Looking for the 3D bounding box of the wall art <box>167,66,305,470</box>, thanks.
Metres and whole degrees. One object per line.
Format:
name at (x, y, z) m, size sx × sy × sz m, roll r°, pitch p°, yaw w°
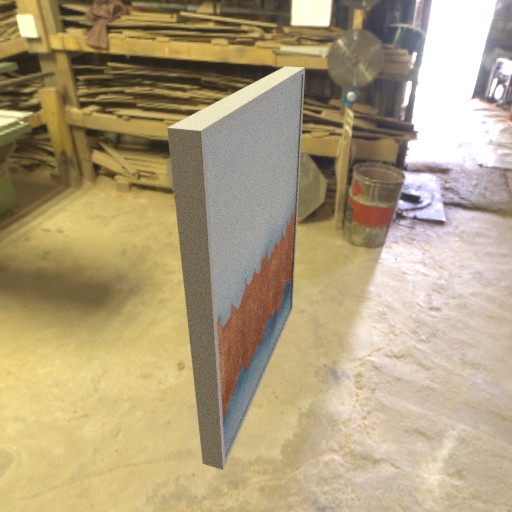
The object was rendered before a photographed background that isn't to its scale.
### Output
wall art at (0.000, 0.000, 0.772) m, size 0.039 × 0.553 × 0.451 m, roll 10°, pitch 32°, yaw 16°
